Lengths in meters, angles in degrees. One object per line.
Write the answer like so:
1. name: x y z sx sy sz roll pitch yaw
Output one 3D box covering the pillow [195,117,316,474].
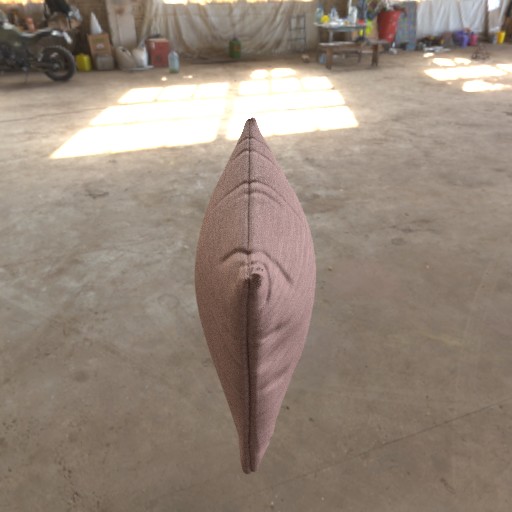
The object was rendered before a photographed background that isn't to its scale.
1. pillow: 0.000 0.000 0.805 0.210 0.338 0.633 0 32 0
